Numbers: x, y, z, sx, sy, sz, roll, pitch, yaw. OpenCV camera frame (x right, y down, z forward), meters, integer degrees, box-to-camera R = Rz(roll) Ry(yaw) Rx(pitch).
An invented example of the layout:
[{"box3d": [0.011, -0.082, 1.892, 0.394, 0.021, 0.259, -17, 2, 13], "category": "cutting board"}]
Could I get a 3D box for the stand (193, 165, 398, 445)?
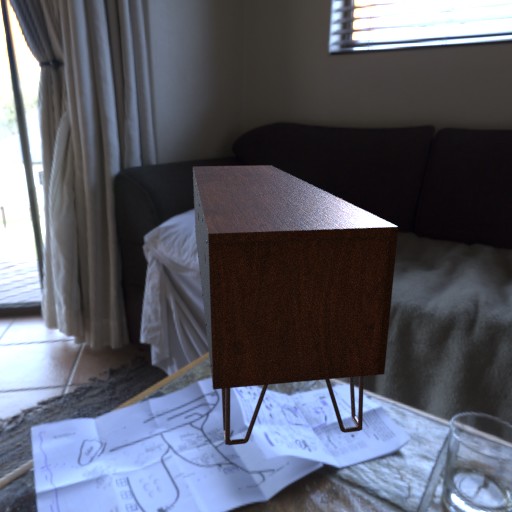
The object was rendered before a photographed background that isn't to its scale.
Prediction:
[{"box3d": [0.000, 0.000, 1.894, 0.481, 0.610, 1.626, -3, 17, -9], "category": "stand"}]
